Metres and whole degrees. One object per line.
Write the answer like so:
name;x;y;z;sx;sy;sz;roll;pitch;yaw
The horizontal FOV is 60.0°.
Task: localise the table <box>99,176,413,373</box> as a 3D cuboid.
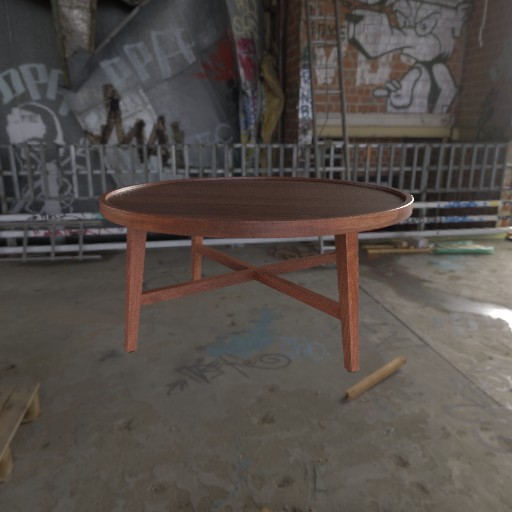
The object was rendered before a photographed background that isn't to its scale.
table;0.000;0.000;1.239;0.800;0.360;0.800;0;16;0
